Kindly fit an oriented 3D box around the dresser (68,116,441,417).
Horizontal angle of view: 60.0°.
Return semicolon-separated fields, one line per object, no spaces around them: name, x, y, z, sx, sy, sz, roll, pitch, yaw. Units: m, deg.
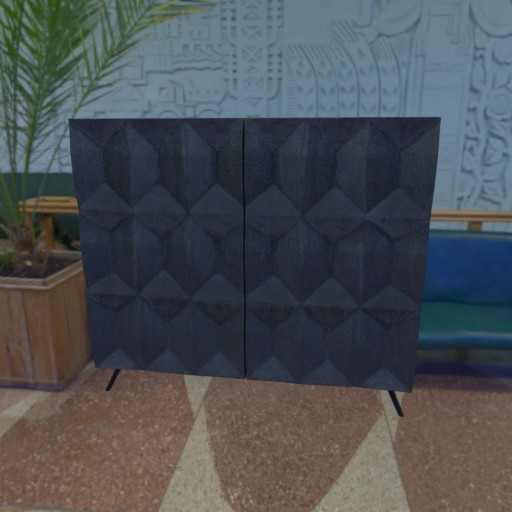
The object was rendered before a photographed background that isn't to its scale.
dresser;0.000;0.000;1.442;0.967;0.847;0.446;2;16;8
